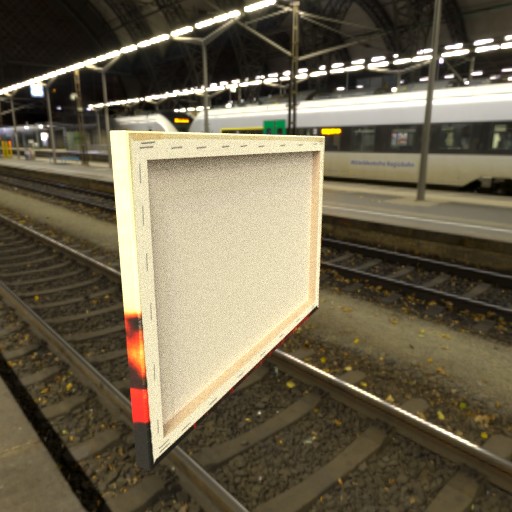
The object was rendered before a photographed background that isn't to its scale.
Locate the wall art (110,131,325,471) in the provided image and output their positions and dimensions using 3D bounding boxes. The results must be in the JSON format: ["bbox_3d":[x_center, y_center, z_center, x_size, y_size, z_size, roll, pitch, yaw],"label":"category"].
[{"bbox_3d":[0.000,0.000,1.140,0.038,0.602,0.918,7,16,26],"label":"wall art"}]
